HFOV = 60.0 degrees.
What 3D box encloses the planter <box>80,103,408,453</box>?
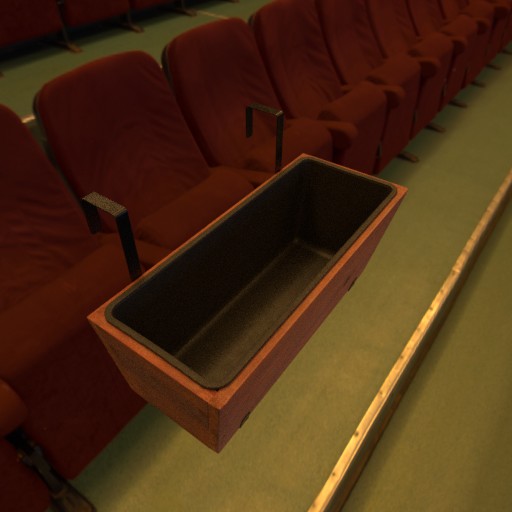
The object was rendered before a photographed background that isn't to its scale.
[{"bbox_3d":[0.000,0.000,0.655,0.262,0.289,0.480,26,48,26],"label":"planter"}]
